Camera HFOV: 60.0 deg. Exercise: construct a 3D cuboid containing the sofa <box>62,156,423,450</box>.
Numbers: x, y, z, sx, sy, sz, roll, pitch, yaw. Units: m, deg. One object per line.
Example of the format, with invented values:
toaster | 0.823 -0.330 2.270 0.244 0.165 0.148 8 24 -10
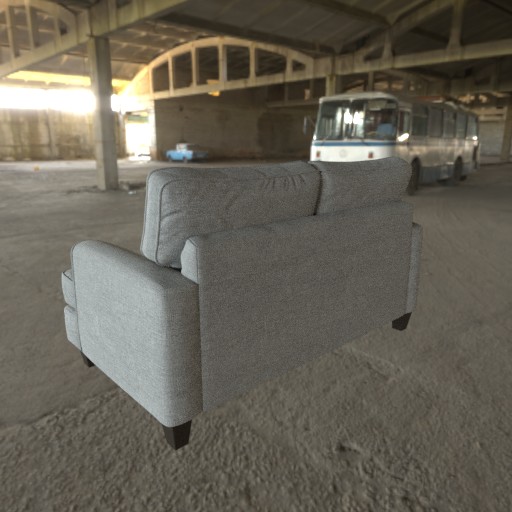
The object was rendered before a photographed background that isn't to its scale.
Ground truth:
sofa | 0.000 0.000 2.233 1.651 0.965 0.965 -13 19 -41
